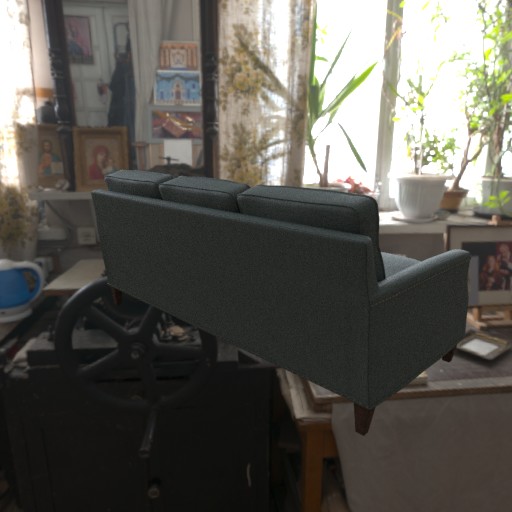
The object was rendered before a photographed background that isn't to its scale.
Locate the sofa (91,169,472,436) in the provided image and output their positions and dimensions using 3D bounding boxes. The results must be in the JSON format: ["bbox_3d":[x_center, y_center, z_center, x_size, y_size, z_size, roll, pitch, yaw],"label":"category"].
[{"bbox_3d":[0.000,0.000,2.759,2.246,1.003,1.084,15,21,43],"label":"sofa"}]
